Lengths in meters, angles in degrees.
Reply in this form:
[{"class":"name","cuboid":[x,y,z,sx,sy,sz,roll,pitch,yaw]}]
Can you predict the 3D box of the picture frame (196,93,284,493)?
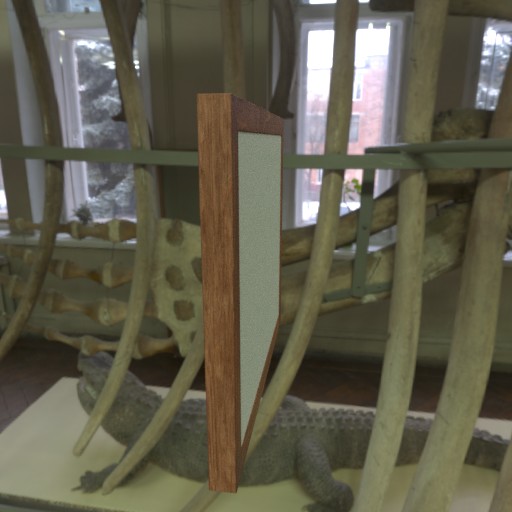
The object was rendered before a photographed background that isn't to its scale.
[{"class":"picture frame","cuboid":[0.000,0.000,0.530,0.025,0.330,0.381,2,15,9]}]
